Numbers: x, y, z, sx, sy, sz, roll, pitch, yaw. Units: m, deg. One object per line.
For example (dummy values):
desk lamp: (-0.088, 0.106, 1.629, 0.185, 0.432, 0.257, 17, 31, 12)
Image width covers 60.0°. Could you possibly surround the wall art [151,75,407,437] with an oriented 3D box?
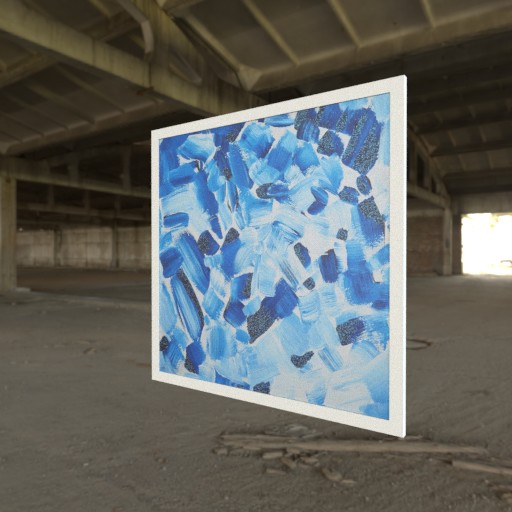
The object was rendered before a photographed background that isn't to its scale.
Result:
wall art: (0.000, 0.000, 0.998, 0.660, 0.660, 0.015, 0, 1, 34)
